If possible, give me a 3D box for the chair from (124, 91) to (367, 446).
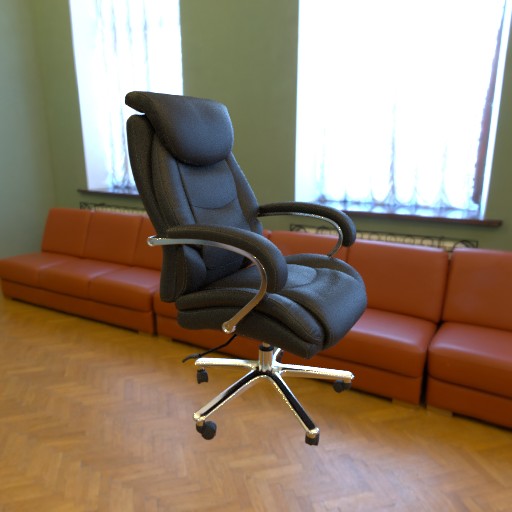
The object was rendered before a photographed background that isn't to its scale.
[{"bbox_3d":[0.000,0.000,1.673,0.790,1.183,0.755,8,16,28],"label":"chair"}]
